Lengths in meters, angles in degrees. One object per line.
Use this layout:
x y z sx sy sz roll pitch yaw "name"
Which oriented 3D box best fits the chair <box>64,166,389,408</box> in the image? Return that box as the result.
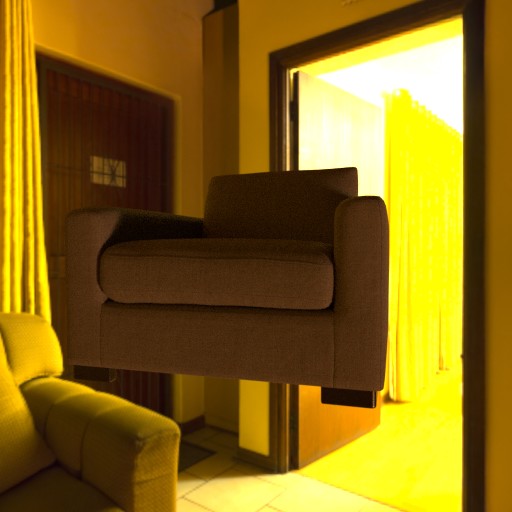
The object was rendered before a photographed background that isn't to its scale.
0.000 0.000 1.870 1.070 0.847 1.100 0 0 17 "chair"
